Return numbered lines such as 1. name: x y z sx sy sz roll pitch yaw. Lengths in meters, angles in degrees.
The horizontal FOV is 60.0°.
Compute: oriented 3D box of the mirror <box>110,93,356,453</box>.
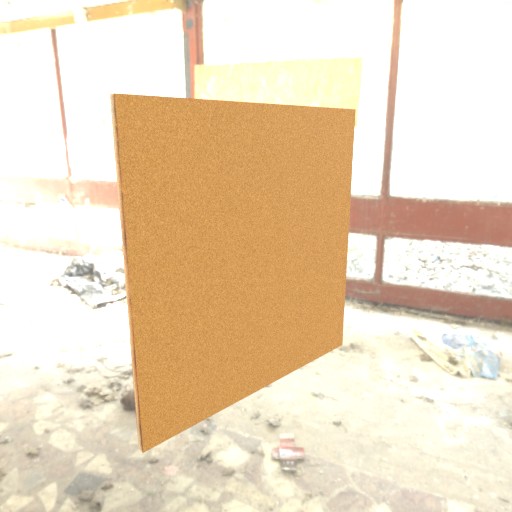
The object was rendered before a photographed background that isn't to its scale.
1. mirror: 0.000 0.000 1.235 0.804 0.804 0.061 -14 21 -42
